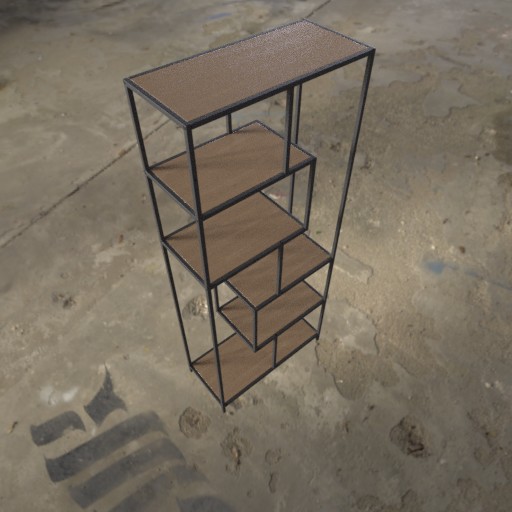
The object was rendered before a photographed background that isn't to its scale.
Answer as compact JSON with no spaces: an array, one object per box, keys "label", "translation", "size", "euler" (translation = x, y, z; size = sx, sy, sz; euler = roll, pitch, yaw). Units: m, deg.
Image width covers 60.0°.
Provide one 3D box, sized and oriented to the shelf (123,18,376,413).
[{"label":"shelf","translation":[0.000,0.000,2.112],"size":[0.770,1.850,0.350],"euler":[-31,55,-25]}]
